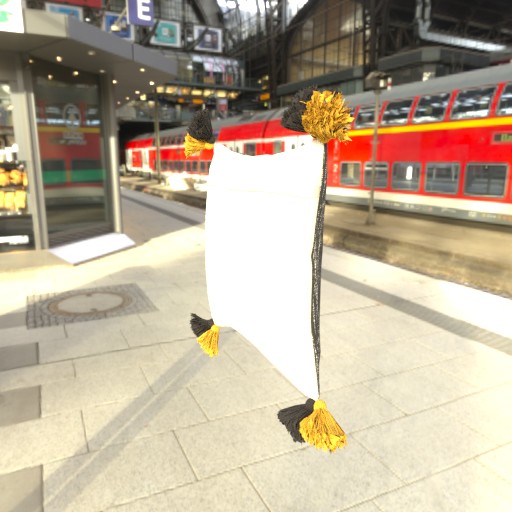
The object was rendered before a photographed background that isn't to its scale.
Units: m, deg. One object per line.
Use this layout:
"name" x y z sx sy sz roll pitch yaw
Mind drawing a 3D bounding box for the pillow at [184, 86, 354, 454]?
"pillow" 0.000 0.000 0.974 0.139 0.659 0.654 -7 14 -27
